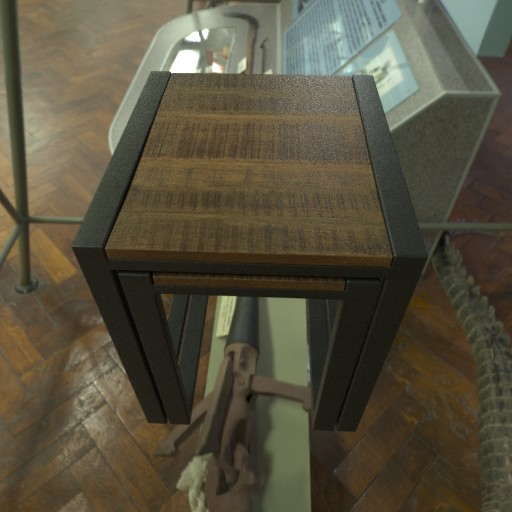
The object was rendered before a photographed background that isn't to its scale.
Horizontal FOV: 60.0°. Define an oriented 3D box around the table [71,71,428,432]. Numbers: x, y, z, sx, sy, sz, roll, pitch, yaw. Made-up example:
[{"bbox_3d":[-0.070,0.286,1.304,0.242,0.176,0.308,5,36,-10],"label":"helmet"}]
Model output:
[{"bbox_3d":[0.000,0.000,0.923,0.449,0.550,0.500,2,47,2],"label":"table"}]
